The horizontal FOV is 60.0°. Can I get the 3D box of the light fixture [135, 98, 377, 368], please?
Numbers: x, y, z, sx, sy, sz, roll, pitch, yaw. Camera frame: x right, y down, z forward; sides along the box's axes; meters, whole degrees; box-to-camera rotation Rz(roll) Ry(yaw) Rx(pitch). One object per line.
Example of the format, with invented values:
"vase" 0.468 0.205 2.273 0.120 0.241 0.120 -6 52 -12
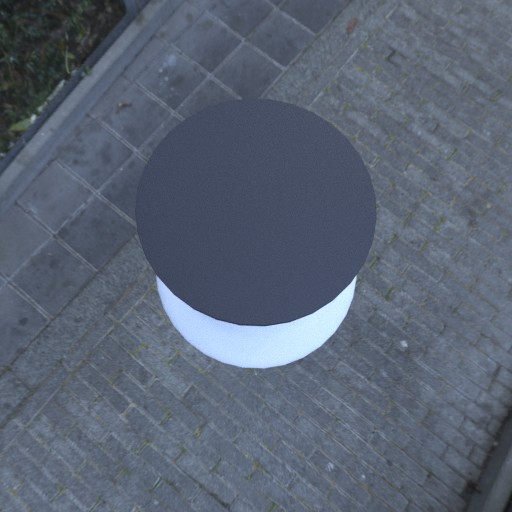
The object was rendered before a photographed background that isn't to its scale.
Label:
"light fixture" 0.000 0.000 0.401 0.197 0.254 0.197 0 75 0
